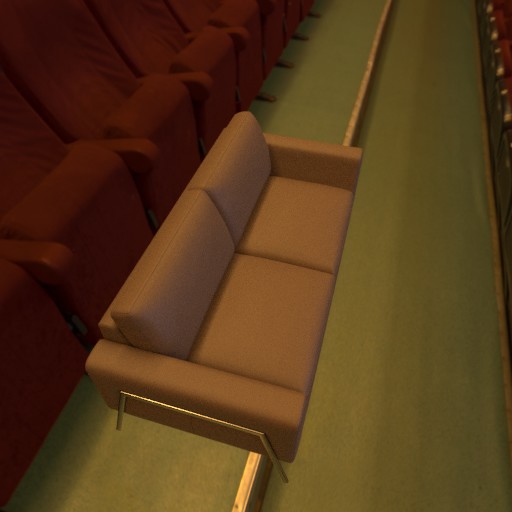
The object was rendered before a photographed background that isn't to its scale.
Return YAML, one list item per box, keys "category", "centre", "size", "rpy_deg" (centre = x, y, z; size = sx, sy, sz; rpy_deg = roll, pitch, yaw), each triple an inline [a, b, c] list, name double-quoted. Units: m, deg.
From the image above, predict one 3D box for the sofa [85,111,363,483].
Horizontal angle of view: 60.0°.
- category: "sofa"
  centre: [0.000, 0.000, 2.571]
  size: [0.953, 0.875, 2.017]
  rpy_deg: [12, 48, 11]
